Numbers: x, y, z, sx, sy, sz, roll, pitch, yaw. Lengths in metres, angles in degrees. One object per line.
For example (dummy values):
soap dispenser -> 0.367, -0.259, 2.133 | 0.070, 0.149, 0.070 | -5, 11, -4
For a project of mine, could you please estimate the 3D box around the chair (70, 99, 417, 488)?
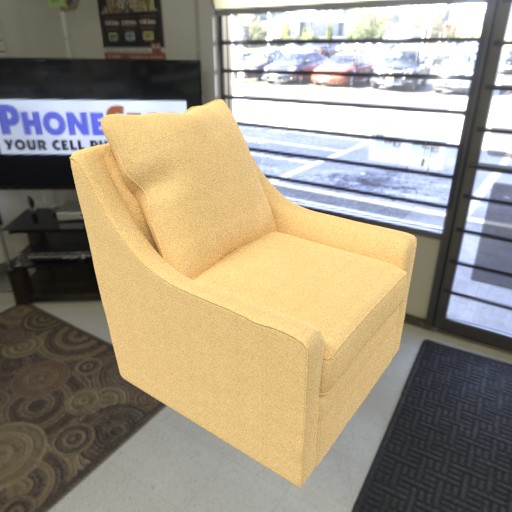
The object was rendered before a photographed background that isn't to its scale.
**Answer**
chair -> 0.000, 0.000, 1.508 | 0.876, 0.927, 0.760 | 18, 31, 32
